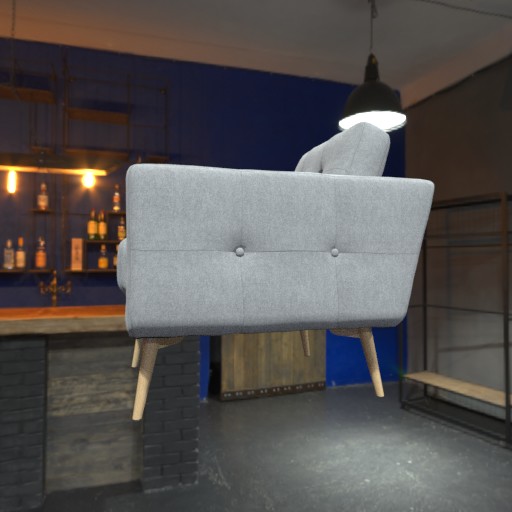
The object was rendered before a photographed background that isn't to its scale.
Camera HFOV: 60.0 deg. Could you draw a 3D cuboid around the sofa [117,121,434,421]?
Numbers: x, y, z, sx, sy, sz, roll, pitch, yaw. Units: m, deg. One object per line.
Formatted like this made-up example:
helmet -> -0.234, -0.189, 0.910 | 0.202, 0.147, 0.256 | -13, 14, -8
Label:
sofa -> 0.000, 0.000, 1.551 | 0.920, 0.860, 0.770 | 0, 0, -16
